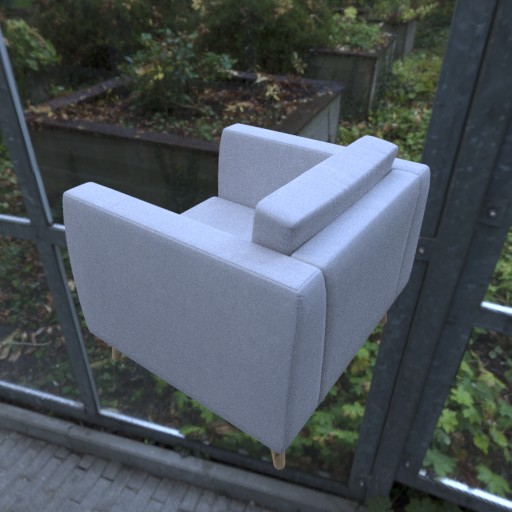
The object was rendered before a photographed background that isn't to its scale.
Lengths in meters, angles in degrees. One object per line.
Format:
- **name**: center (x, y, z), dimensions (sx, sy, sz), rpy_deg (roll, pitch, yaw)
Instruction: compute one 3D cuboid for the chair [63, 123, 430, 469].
- **chair**: center (0.000, 0.000, 1.692), dimensions (0.930, 0.860, 1.000), rpy_deg (22, 39, 29)
